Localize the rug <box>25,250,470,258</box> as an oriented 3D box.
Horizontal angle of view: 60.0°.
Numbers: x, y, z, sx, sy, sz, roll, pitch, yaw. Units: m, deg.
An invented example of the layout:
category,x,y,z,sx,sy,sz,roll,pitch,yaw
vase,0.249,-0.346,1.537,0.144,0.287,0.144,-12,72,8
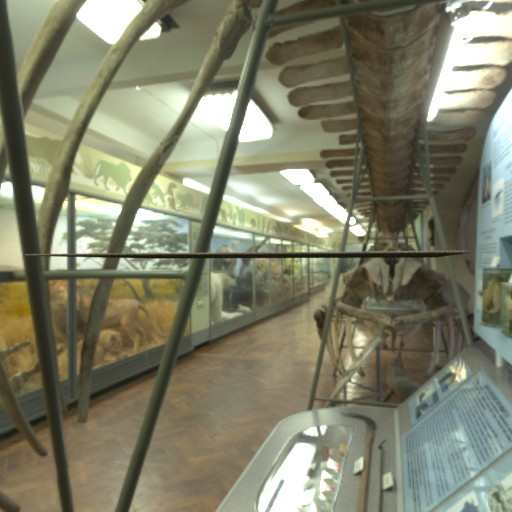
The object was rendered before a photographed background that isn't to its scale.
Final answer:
category,x,y,z,sx,sy,sz,roll,pitch,yaw
rug,0.000,0.000,3.031,2.439,0.011,1.533,0,-1,17
